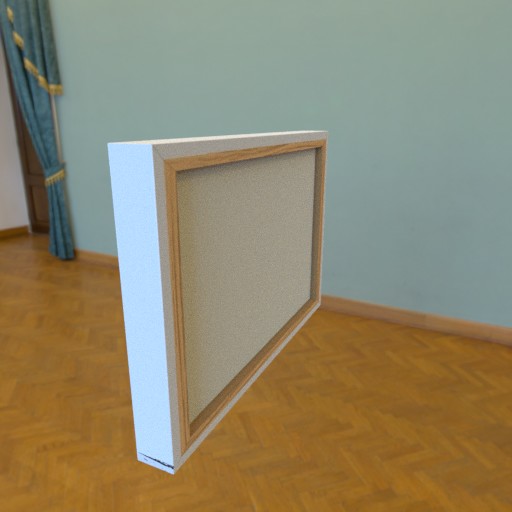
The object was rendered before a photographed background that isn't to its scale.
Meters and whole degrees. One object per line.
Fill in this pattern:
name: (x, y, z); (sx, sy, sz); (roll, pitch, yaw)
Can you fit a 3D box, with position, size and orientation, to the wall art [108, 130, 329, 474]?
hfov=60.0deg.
wall art: (0.000, 0.000, 0.491); (0.038, 0.259, 0.381); (8, 19, 25)
